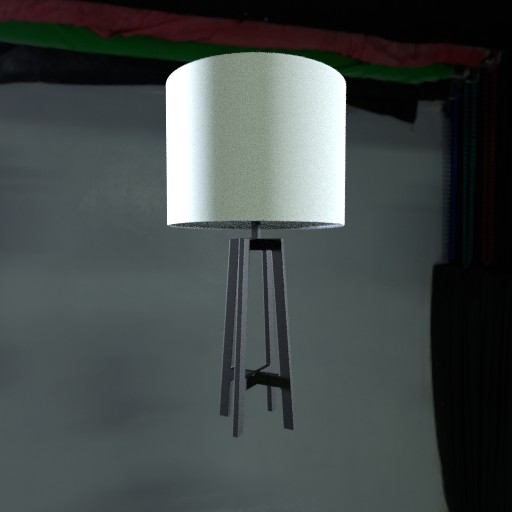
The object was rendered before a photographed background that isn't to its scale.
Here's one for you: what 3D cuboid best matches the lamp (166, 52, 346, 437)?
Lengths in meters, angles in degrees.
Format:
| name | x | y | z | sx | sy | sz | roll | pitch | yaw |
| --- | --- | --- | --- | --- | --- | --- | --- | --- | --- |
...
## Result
| name | x | y | z | sx | sy | sz | roll | pitch | yaw |
| --- | --- | --- | --- | --- | --- | --- | --- | --- | --- |
| lamp | 0.000 | 0.000 | 0.652 | 0.257 | 0.489 | 0.257 | 0 | 1 | -17 |
